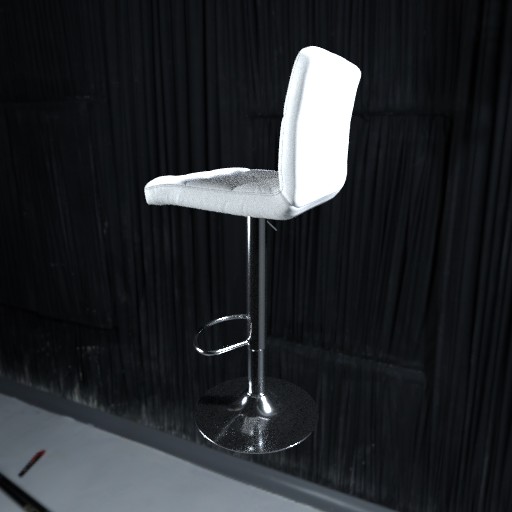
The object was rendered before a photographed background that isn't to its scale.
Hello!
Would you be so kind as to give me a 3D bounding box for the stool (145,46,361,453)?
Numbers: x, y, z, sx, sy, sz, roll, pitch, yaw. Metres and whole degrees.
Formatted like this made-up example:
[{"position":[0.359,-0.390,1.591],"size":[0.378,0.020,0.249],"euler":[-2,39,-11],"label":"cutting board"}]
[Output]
[{"position":[0.000,0.000,1.375],"size":[0.505,1.115,0.430],"euler":[8,18,25],"label":"stool"}]
